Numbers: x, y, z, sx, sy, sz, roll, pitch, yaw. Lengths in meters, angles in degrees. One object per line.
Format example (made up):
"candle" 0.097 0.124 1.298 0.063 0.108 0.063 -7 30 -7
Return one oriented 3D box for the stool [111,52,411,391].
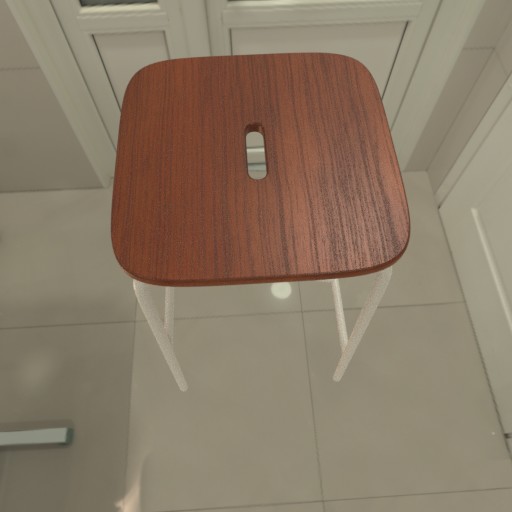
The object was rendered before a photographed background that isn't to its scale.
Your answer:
"stool" 0.000 0.000 0.841 0.376 0.610 0.376 -3 64 -2
